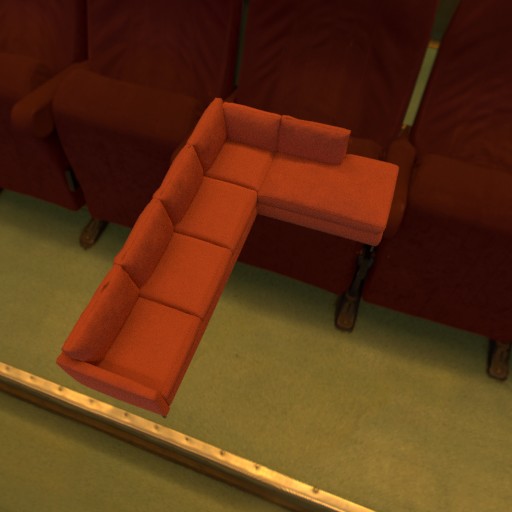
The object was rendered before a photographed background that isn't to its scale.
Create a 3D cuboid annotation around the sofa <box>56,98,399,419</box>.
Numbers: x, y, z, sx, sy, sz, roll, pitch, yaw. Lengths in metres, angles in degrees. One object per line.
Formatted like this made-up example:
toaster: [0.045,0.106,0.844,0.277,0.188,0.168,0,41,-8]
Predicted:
sofa: [0.000,0.000,3.579,1.879,0.757,2.736,17,59,10]
